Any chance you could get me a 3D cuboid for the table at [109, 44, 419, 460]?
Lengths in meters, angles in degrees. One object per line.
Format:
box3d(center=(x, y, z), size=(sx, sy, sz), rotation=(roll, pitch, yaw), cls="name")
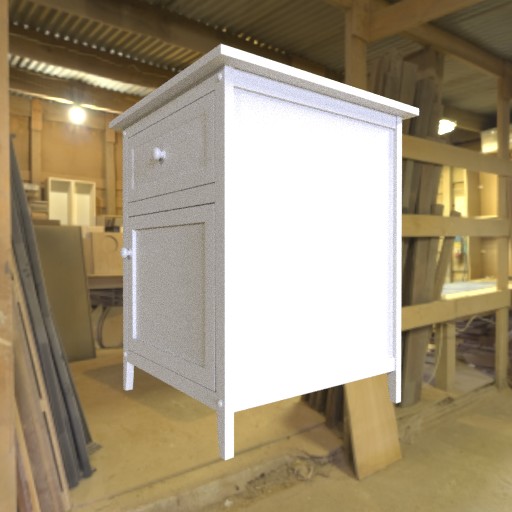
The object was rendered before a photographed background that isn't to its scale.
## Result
box3d(center=(0.000, 0.000, 0.766), size=(0.381, 0.483, 0.381), rotation=(0, 1, -37), cls="table")
